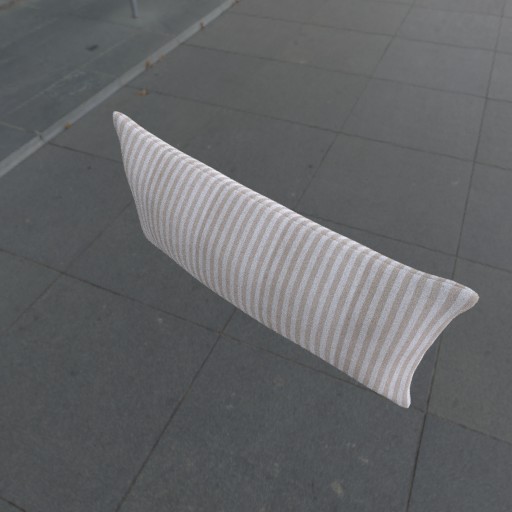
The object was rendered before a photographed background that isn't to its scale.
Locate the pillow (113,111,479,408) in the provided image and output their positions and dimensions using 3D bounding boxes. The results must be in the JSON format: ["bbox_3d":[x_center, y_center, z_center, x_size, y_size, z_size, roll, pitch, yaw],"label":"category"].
[{"bbox_3d":[0.000,0.000,0.714,0.617,0.295,0.151,31,55,25],"label":"pillow"}]
